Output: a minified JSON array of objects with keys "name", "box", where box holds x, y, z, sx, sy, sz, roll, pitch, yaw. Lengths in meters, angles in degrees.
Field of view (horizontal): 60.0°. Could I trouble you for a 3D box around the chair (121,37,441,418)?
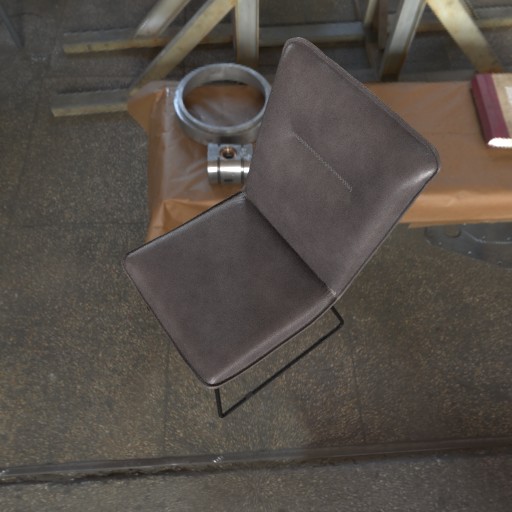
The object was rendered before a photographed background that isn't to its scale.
[{"name":"chair","box":[0.000,0.000,1.334,0.688,0.932,0.515,-33,67,-16]}]
